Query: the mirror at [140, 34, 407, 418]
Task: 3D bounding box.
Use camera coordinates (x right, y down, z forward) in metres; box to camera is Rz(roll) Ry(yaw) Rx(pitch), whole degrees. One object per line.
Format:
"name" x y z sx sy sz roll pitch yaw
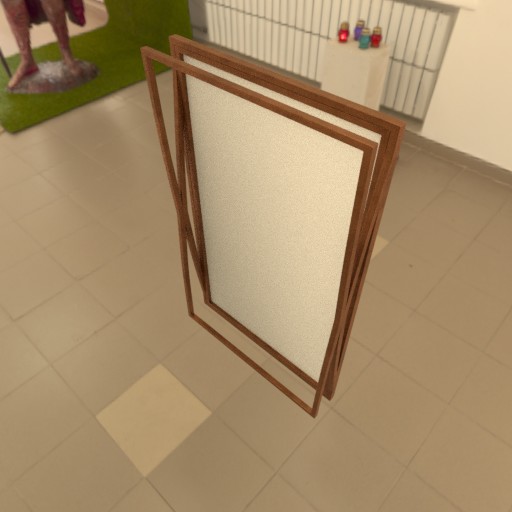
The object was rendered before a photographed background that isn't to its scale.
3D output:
"mirror" 0.000 0.000 0.947 0.468 0.768 0.082 33 54 28
